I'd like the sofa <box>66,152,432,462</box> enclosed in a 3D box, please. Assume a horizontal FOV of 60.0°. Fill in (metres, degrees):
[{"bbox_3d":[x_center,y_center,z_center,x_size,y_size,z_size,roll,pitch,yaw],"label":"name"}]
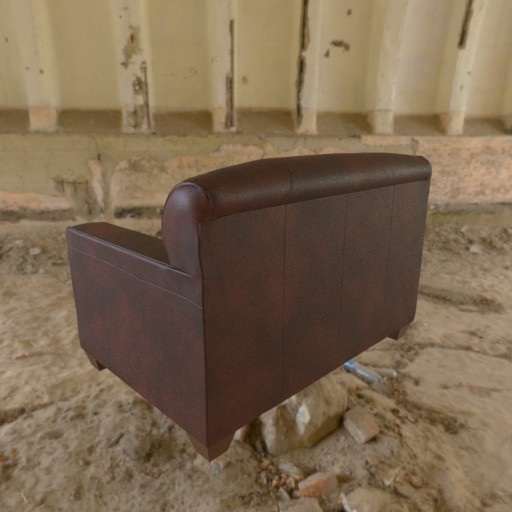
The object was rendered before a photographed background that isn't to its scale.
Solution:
[{"bbox_3d":[0.000,0.000,2.055,1.413,0.956,1.000,-15,22,-42],"label":"sofa"}]
